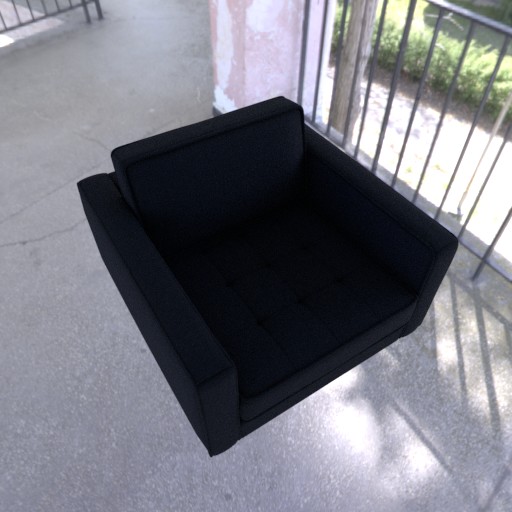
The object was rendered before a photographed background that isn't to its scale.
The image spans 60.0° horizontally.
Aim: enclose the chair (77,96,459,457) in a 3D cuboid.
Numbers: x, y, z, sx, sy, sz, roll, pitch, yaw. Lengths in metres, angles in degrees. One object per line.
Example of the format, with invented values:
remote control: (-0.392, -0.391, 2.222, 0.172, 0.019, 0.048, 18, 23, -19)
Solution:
chair: (0.000, 0.000, 1.544, 0.899, 0.770, 0.920, -25, 52, -21)
